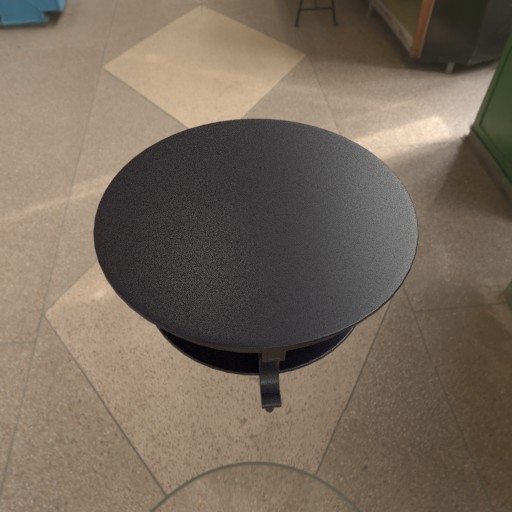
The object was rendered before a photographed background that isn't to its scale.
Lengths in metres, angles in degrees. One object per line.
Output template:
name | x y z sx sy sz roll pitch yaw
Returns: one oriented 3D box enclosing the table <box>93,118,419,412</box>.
table | 0.000 0.000 1.617 1.029 0.491 1.029 0 49 0
